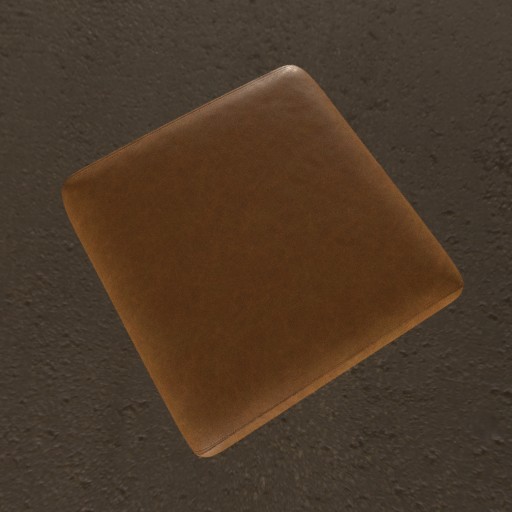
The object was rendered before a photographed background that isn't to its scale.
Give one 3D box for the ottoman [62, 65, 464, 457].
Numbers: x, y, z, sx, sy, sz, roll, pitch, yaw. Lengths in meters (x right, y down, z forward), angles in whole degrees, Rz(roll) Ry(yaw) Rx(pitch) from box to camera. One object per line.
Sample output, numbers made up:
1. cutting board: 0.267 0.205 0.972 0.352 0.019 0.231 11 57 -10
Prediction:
1. ottoman: 0.000 0.000 1.070 0.650 0.399 0.650 -30 76 -8
